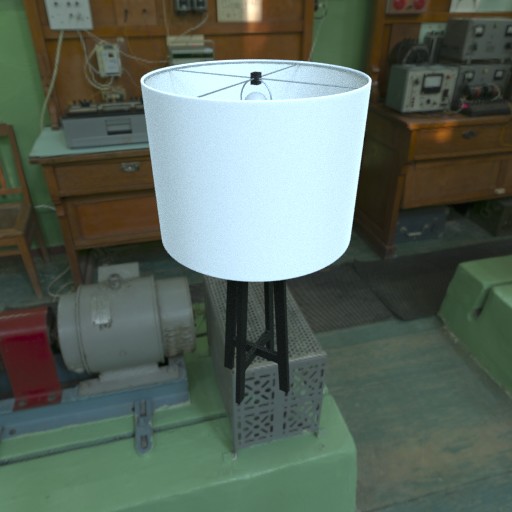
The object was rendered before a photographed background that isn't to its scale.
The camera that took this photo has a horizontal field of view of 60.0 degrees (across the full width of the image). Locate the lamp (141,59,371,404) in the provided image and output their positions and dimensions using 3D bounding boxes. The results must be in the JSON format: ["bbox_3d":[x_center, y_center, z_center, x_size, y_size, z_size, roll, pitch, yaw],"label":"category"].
[{"bbox_3d":[0.000,0.000,0.631,0.257,0.489,0.257,-9,33,-14],"label":"lamp"}]
